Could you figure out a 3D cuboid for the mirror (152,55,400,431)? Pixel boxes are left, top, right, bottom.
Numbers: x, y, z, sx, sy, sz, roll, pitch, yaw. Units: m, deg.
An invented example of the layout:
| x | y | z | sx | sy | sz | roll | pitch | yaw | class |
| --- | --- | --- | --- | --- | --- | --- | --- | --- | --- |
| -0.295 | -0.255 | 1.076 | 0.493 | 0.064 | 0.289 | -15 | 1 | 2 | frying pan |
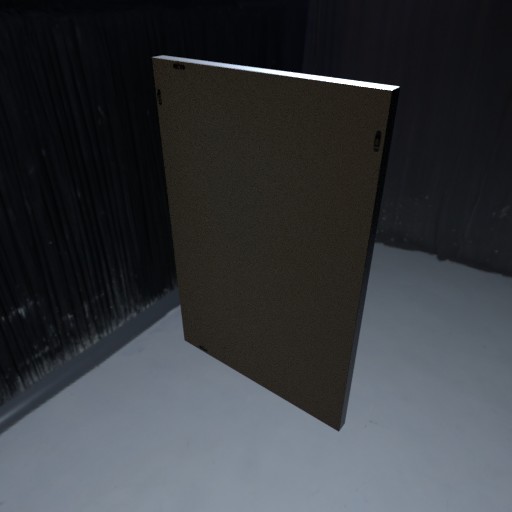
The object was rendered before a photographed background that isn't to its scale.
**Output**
| x | y | z | sx | sy | sz | roll | pitch | yaw | class |
| --- | --- | --- | --- | --- | --- | --- | --- | --- | --- |
| 0.000 | 0.000 | 1.165 | 0.609 | 0.915 | 0.040 | 22 | 38 | 31 | mirror |
